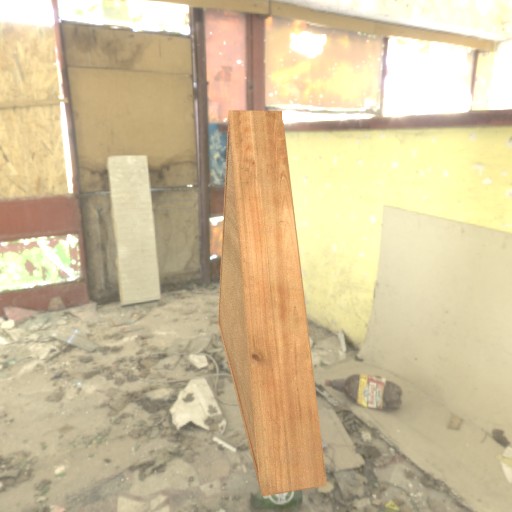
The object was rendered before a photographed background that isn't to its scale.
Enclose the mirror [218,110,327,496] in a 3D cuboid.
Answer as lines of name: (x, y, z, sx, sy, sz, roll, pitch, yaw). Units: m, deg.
mirror: (0.000, 0.000, 0.877, 0.100, 0.548, 0.631, -3, 15, -10)
